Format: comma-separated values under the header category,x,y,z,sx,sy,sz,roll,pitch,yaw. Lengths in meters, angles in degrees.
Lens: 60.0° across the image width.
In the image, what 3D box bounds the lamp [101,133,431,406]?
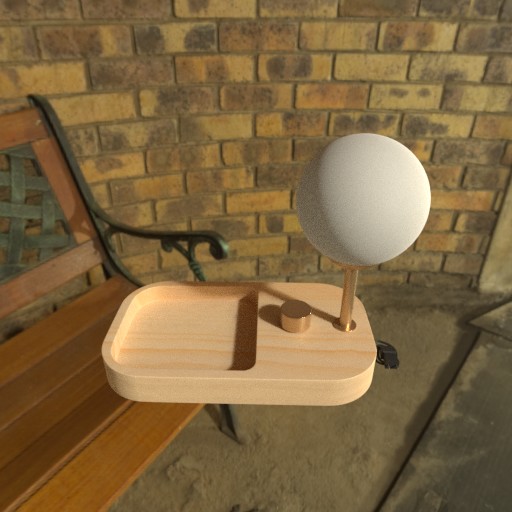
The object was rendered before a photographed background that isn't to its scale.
category,x,y,z,sx,sy,sz,roll,pitch,yaw
lamp,0.000,0.000,0.463,0.331,0.253,0.173,1,30,1
